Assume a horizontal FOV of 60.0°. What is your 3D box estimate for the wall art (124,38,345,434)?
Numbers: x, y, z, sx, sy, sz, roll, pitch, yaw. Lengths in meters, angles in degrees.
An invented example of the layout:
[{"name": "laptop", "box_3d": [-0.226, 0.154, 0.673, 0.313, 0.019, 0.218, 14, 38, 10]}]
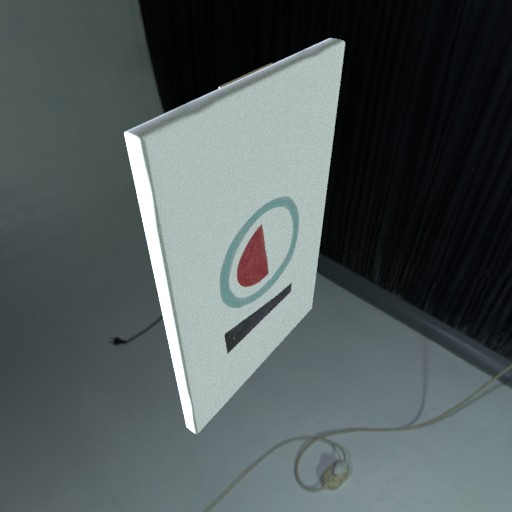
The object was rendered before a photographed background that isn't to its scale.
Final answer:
[{"name": "wall art", "box_3d": [0.000, 0.000, 1.131, 0.048, 0.902, 0.602, 27, 49, 27]}]
